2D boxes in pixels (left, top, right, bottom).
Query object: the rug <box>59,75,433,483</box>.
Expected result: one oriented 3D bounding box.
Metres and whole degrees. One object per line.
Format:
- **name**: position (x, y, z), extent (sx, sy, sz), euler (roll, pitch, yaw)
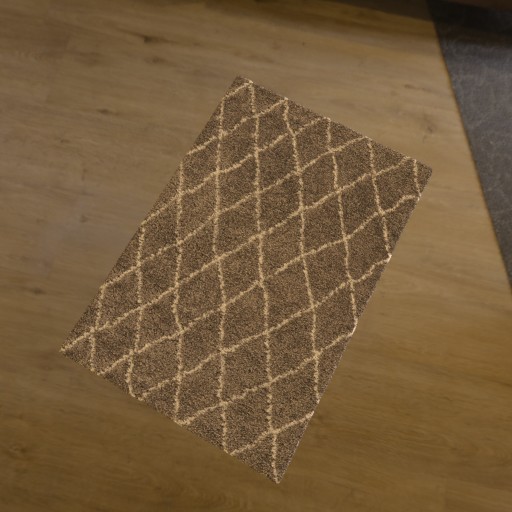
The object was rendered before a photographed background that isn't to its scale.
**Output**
- **rug**: position (0.000, 0.000, 2.281), extent (1.219, 0.030, 1.778), euler (28, 77, 7)
